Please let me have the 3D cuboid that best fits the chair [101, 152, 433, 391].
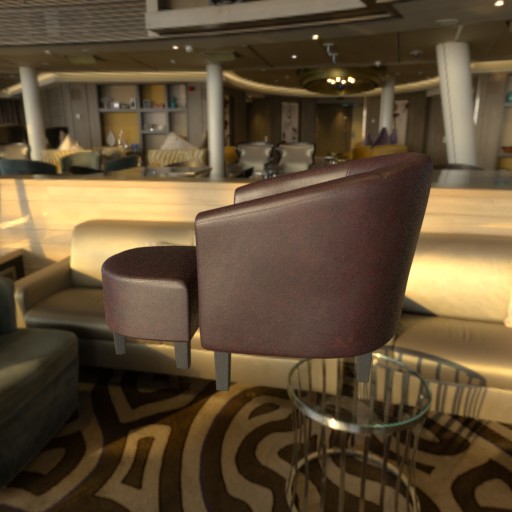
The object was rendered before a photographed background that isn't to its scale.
[{"bbox_3d":[0.000,0.000,1.654,1.176,0.755,0.737,2,15,7],"label":"chair"}]
